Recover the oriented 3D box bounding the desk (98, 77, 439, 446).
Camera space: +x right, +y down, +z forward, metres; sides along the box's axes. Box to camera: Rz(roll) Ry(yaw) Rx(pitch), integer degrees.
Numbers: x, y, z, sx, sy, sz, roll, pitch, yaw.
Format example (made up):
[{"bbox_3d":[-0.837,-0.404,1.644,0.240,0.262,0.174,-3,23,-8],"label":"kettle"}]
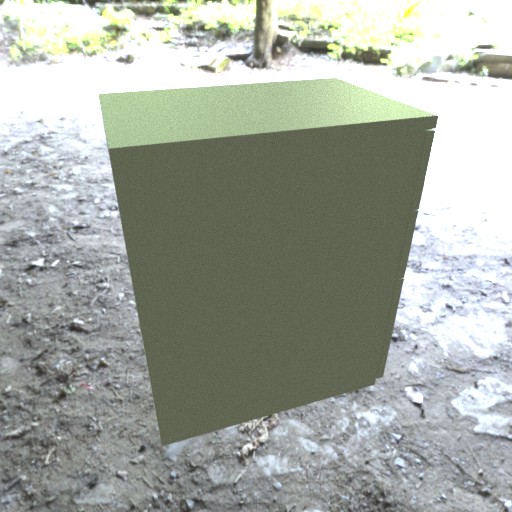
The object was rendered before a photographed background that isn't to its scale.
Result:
[{"bbox_3d":[0.000,0.000,1.093,0.600,0.730,0.404,-10,33,-16],"label":"desk"}]
